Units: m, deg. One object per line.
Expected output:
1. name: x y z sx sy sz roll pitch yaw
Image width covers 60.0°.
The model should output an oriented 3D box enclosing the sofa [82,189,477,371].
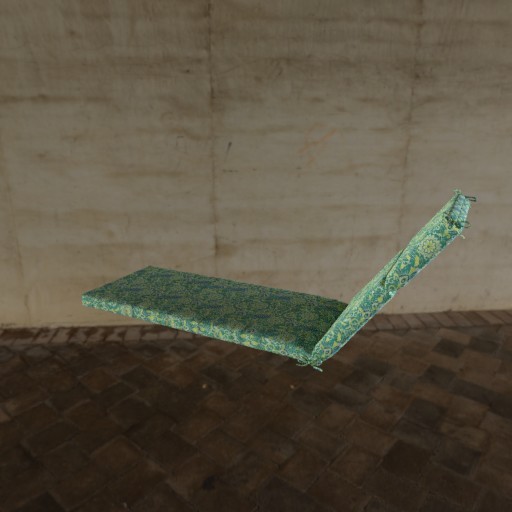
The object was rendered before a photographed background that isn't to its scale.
1. sofa: 0.000 0.000 1.939 1.663 0.622 0.582 8 19 26
